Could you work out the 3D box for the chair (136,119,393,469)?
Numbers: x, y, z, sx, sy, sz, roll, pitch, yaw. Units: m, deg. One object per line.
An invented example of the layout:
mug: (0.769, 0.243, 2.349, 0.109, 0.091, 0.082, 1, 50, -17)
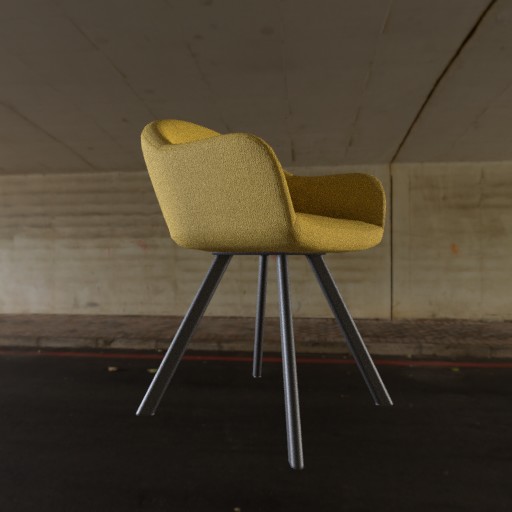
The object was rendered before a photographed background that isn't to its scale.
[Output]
chair: (0.000, 0.000, 1.156, 0.565, 0.775, 0.545, 0, 0, 38)
